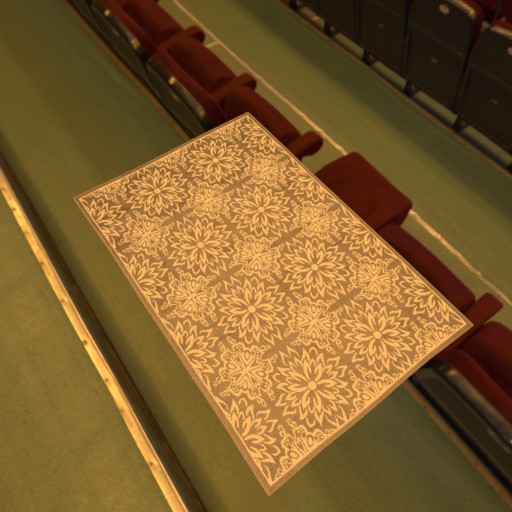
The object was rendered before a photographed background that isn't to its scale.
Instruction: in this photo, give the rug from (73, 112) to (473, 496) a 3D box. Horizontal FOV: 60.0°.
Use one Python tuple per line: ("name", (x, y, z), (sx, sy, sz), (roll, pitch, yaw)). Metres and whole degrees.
("rug", (0.000, 0.000, 2.311), (1.224, 0.012, 1.847), (-32, 63, -18))
